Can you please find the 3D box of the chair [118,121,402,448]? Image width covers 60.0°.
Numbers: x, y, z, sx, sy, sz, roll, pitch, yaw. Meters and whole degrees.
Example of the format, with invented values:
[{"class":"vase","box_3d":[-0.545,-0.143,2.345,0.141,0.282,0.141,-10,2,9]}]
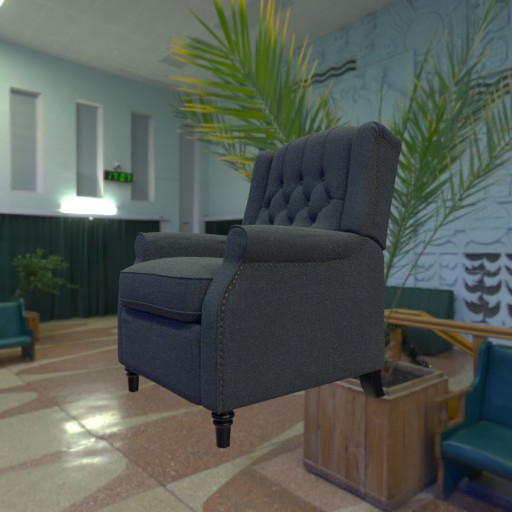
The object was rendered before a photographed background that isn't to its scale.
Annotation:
[{"class":"chair","box_3d":[0.000,0.000,1.664,0.898,1.035,0.742,-1,1,-38]}]
